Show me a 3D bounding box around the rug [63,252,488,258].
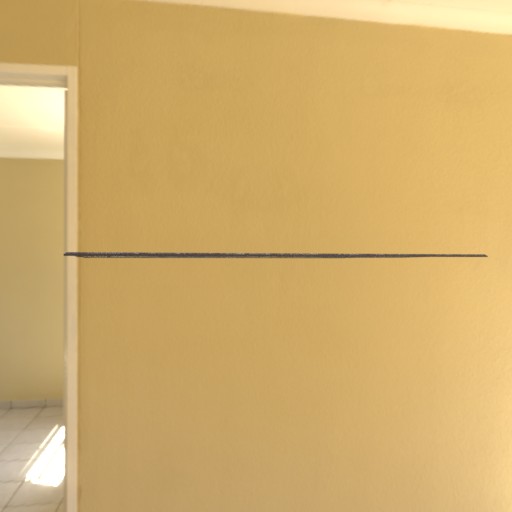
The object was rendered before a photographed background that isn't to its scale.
[{"bbox_3d":[0.000,0.000,4.796,3.612,0.035,2.716,0,-1,-19],"label":"rug"}]
